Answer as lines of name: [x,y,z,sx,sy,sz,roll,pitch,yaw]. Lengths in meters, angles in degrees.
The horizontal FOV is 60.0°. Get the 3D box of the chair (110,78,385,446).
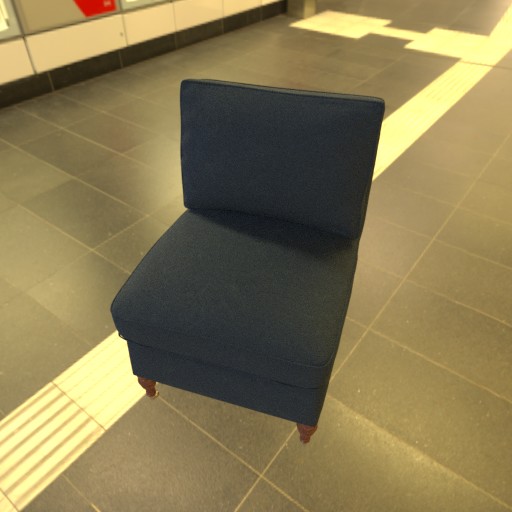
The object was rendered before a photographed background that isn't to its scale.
chair: [0.000,0.000,1.627,0.724,1.052,0.912,12,42,13]
